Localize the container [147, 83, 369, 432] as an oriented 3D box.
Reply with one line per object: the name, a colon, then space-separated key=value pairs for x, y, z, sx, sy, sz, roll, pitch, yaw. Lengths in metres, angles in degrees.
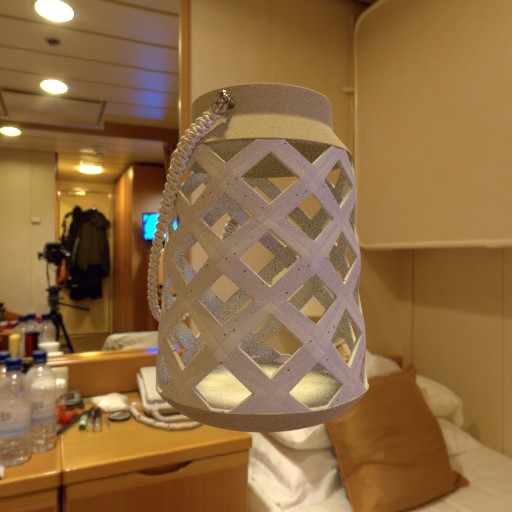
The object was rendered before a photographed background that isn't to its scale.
container: x=0.000 y=0.000 z=0.401 sx=0.198 sy=0.264 sz=0.188 roll=0 pitch=0 yaw=19
